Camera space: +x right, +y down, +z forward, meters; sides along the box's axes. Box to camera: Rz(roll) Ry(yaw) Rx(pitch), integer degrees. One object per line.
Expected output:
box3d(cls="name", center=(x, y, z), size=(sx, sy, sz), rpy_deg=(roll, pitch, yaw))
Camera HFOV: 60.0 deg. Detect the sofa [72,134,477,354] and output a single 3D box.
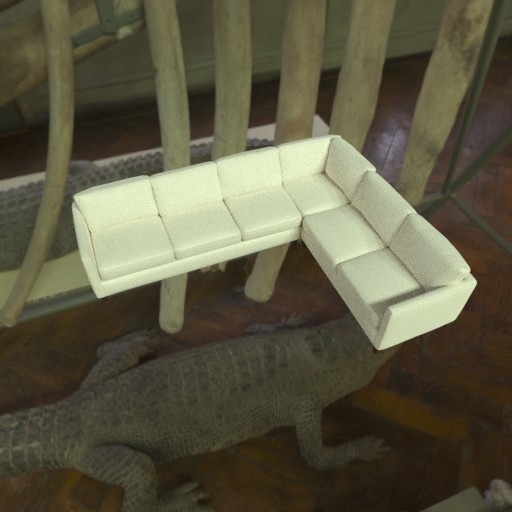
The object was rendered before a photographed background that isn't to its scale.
box3d(cls="sofa", center=(0.000, 0.000, 4.529), size=(3.302, 0.947, 2.593), rpy_deg=(-17, 49, -15))
